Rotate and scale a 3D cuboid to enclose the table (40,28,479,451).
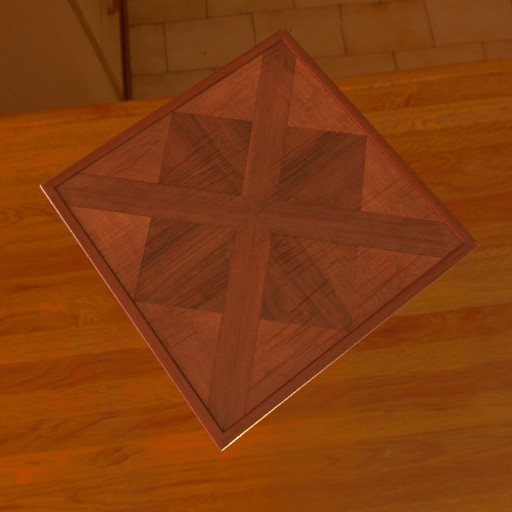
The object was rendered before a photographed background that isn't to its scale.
[{"bbox_3d":[0.000,0.000,0.979,0.503,0.563,0.503,-36,79,-8],"label":"table"}]
